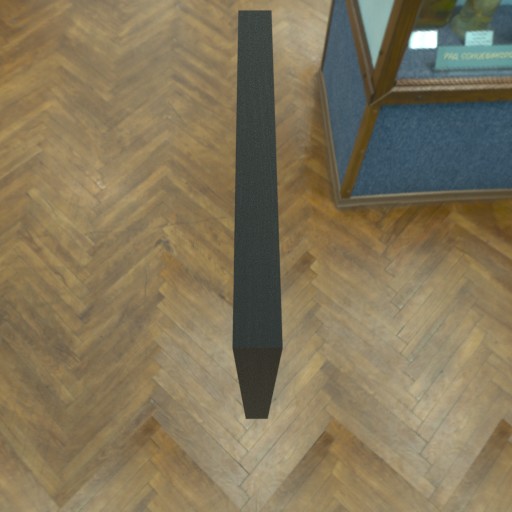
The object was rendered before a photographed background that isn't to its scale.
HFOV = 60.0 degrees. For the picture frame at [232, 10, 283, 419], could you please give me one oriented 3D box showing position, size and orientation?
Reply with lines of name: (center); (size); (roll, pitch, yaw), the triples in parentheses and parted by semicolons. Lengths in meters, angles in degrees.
picture frame: (0.000, 0.000, 0.736); (0.044, 0.555, 0.452); (0, 64, 0)
